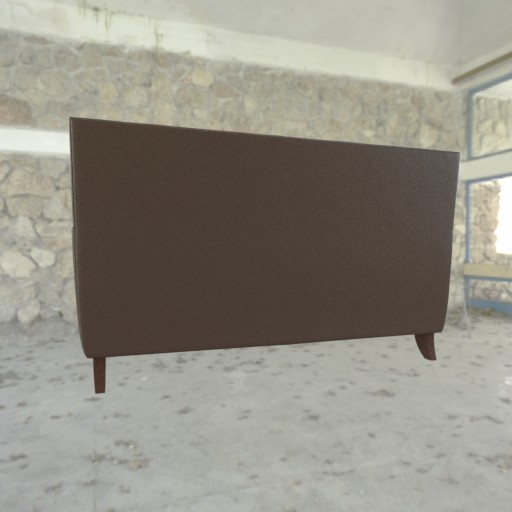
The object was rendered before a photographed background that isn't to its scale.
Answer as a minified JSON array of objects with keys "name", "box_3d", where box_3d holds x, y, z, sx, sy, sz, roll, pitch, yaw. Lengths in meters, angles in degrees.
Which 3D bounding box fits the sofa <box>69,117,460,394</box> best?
[{"name":"sofa","box_3d":[0.000,0.000,1.960,1.468,0.859,0.853,0,1,-19]}]
